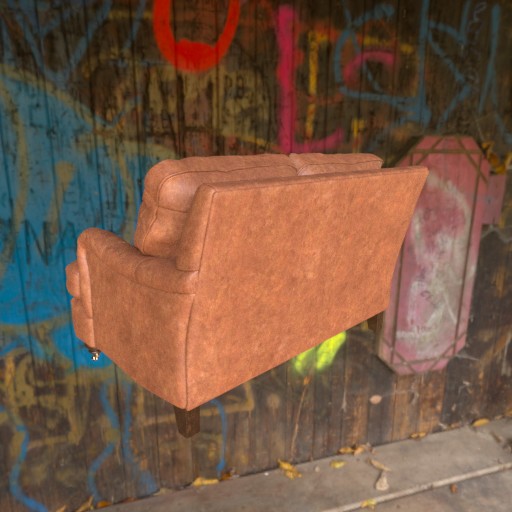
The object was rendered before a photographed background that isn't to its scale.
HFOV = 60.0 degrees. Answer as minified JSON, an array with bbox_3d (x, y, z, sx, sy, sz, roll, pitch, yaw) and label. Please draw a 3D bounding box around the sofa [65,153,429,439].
[{"bbox_3d":[0.000,0.000,2.207,1.077,1.004,1.527,14,20,43],"label":"sofa"}]
